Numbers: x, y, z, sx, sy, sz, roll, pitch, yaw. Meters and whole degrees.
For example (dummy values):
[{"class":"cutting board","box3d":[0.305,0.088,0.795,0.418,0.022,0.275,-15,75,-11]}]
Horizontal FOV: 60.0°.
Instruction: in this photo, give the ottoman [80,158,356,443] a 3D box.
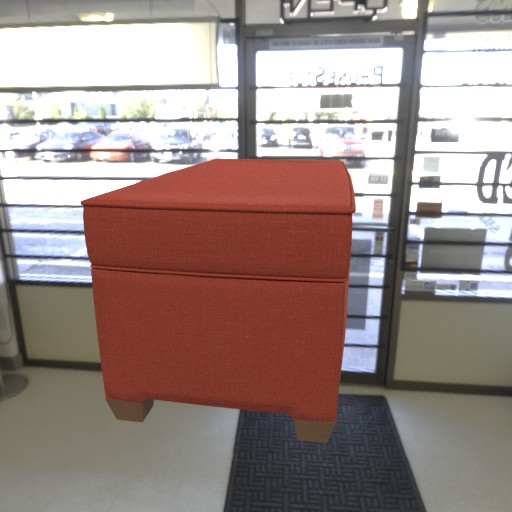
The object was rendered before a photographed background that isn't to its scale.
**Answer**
[{"class":"ottoman","box3d":[0.000,0.000,1.222,0.497,0.454,0.948,3,17,9]}]
